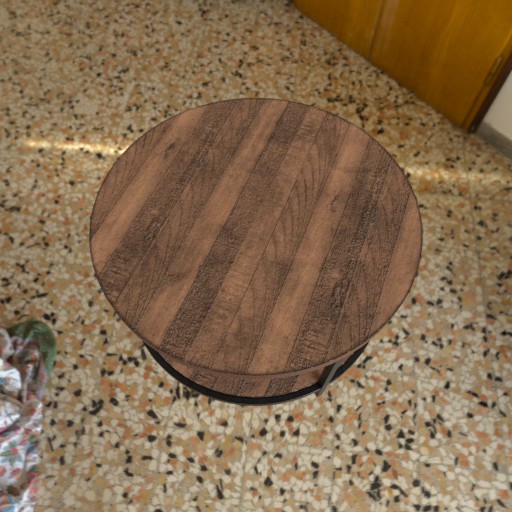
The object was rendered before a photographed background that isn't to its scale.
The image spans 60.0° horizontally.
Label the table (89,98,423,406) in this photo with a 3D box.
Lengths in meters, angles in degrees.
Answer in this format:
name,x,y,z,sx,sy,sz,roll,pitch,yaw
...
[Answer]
name,x,y,z,sx,sy,sz,roll,pitch,yaw
table,0.000,0.000,1.331,0.837,0.462,0.837,0,60,0
